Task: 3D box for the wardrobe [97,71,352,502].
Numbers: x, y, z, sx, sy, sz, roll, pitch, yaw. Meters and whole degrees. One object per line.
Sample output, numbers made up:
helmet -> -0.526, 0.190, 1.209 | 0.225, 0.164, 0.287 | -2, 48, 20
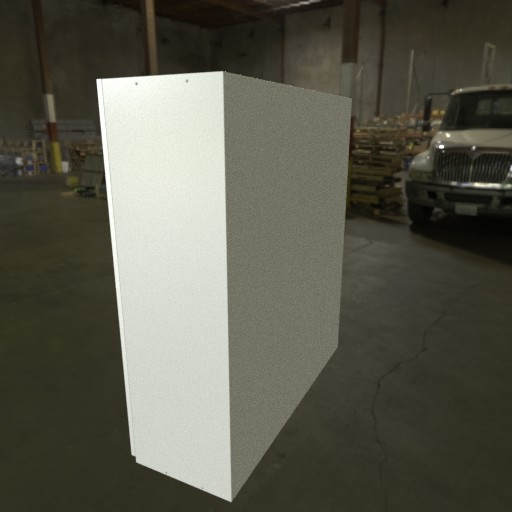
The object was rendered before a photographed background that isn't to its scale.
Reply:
wardrobe -> 0.000, 0.000, 2.789 | 0.629, 1.960, 1.780 | 8, 18, 26
